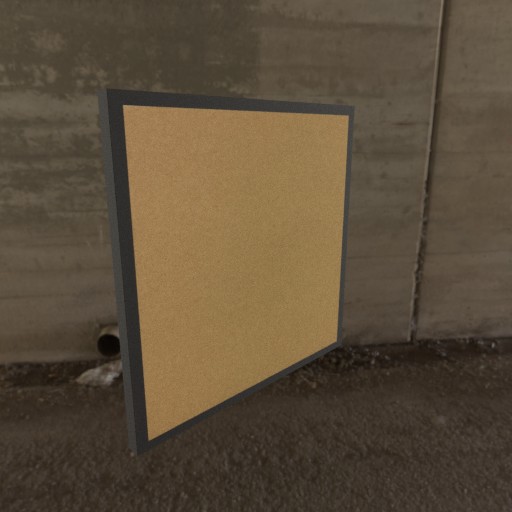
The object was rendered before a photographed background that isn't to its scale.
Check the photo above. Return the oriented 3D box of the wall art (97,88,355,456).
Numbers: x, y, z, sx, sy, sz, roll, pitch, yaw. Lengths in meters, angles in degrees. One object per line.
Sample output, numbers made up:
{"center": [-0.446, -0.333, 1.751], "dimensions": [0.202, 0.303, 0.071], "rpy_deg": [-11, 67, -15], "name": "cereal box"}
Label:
{"center": [0.000, 0.000, 1.142], "dimensions": [0.762, 0.760, 0.037], "rpy_deg": [-15, 21, -42], "name": "wall art"}
